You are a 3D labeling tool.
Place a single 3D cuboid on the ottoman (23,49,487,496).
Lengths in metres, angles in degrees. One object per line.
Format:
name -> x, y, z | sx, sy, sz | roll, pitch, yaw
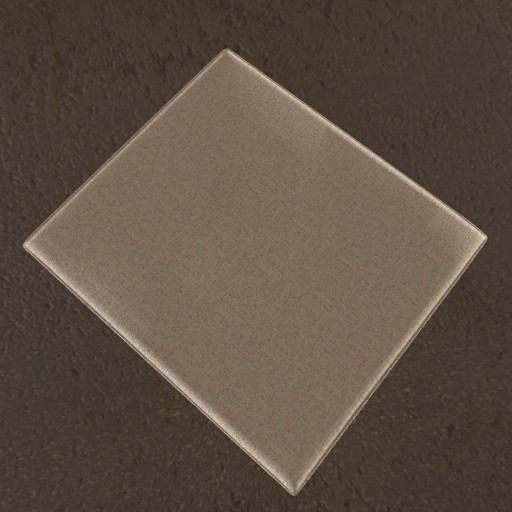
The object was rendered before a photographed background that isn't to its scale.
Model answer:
ottoman -> 0.000, 0.000, 1.181 | 0.835, 0.303, 0.736 | 39, 78, 10
